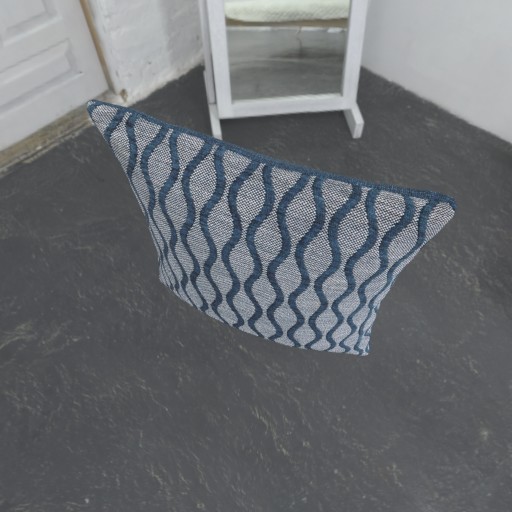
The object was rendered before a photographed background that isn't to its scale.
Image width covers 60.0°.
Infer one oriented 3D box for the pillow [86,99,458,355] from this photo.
[{"bbox_3d":[0.000,0.000,0.659,0.435,0.435,0.159,18,60,11],"label":"pillow"}]
